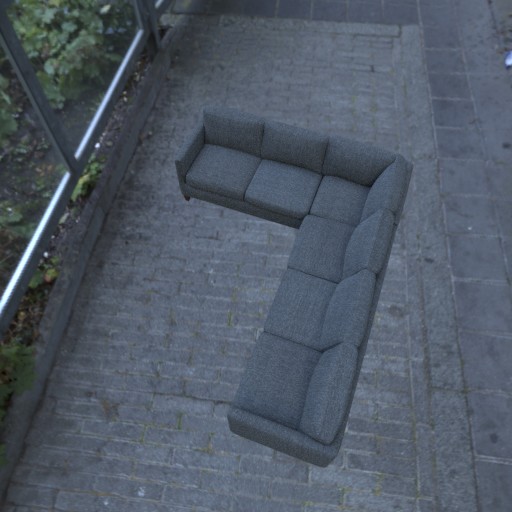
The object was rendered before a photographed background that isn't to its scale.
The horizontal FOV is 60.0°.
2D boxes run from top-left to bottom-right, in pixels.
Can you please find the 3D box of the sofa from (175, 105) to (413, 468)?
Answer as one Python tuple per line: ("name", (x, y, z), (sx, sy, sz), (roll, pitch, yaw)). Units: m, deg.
("sofa", (0.000, 0.000, 4.590), (2.593, 0.947, 3.302), (18, 59, 11))
